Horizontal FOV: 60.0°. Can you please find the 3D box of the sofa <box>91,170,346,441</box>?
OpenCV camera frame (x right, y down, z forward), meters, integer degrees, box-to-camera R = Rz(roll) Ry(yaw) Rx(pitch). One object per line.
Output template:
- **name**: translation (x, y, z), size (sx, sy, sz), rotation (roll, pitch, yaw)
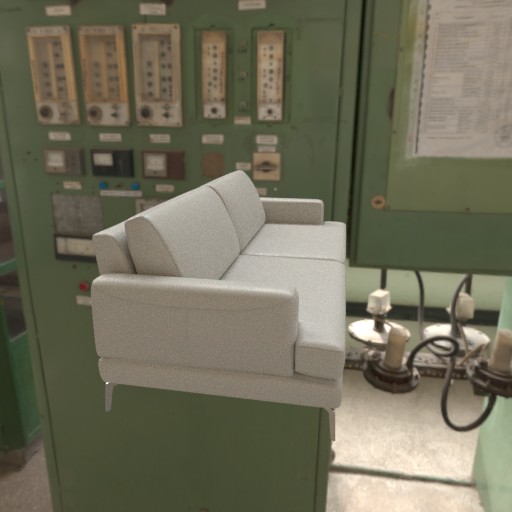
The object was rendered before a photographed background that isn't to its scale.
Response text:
- **sofa**: translation (0.000, 0.000, 2.431), size (0.974, 0.765, 1.940), rotation (3, 17, 11)
